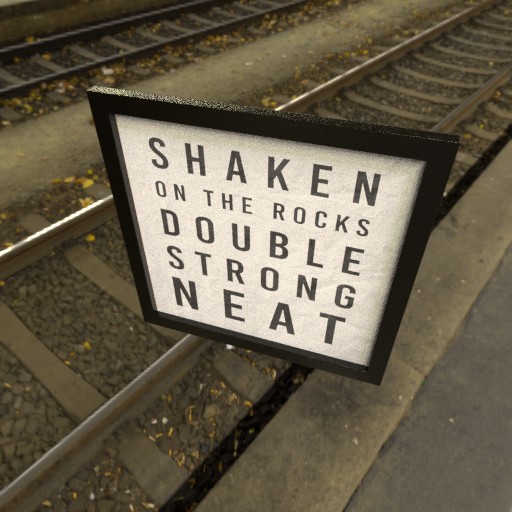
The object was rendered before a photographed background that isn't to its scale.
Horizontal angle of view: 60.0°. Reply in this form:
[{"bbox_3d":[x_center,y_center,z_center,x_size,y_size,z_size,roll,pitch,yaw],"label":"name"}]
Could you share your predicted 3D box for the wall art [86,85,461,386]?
[{"bbox_3d":[0.000,0.000,0.516,0.349,0.349,0.014,12,43,14],"label":"wall art"}]
